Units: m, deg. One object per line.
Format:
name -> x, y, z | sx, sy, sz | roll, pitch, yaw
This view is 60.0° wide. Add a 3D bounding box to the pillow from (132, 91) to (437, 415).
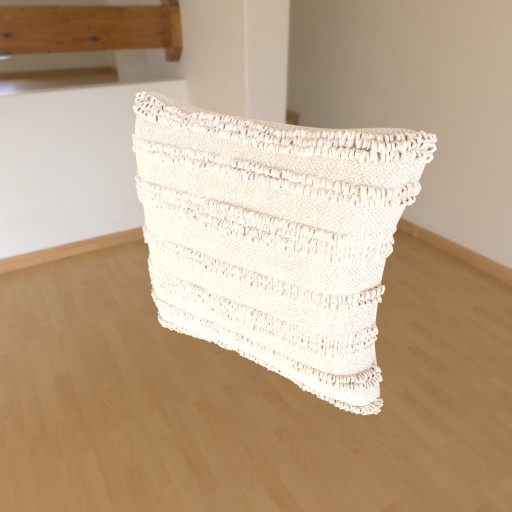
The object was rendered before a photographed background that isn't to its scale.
pillow -> 0.000, 0.000, 0.650 | 0.437, 0.427, 0.145 | 18, 34, 29
